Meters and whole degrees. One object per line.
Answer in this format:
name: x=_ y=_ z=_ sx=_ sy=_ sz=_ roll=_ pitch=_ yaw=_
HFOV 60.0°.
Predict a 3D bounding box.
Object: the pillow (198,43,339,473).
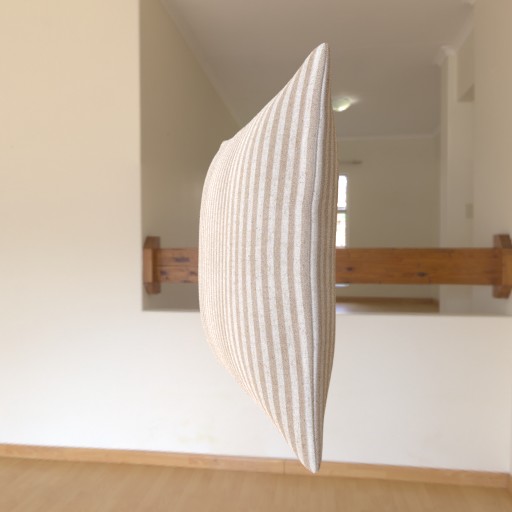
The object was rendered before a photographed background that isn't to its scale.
pillow: x=0.000 y=0.000 z=0.770 sx=0.166 sy=0.510 sz=0.523 roll=0 pitch=1 yaw=-17
